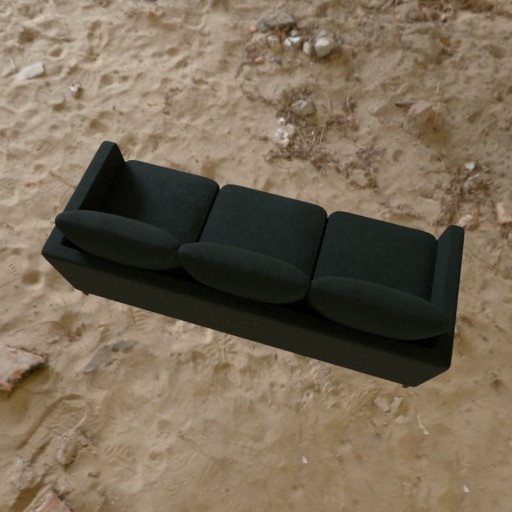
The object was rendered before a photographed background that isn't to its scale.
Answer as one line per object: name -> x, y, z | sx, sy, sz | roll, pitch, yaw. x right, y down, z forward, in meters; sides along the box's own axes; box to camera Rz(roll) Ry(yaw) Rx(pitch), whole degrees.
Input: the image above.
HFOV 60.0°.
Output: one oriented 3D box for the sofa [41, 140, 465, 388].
sofa -> 0.000, 0.000, 2.650 | 2.218, 0.870, 0.859 | 15, 65, 7
